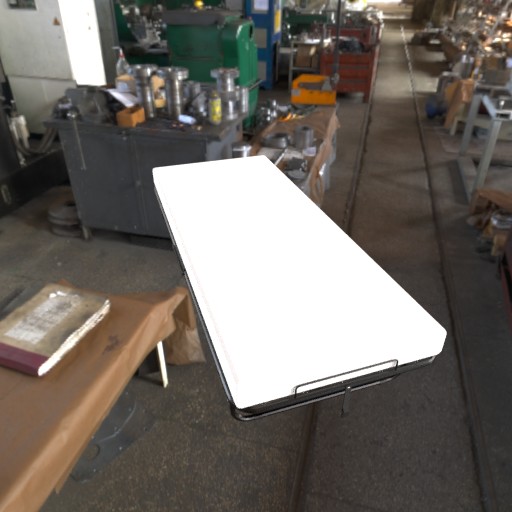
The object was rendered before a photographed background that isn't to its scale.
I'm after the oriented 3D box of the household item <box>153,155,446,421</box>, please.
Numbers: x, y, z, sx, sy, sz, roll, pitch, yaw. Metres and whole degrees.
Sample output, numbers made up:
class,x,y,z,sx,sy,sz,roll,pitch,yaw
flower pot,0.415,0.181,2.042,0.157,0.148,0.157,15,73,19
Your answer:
class,x,y,z,sx,sy,sz,roll,pitch,yaw
household item,0.000,0.000,2.227,0.787,0.356,1.905,-10,34,-16
